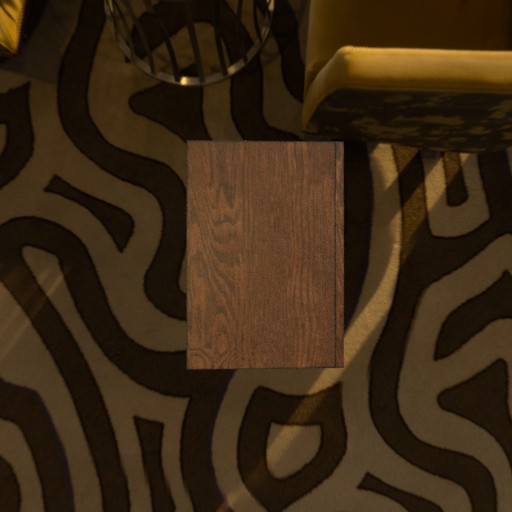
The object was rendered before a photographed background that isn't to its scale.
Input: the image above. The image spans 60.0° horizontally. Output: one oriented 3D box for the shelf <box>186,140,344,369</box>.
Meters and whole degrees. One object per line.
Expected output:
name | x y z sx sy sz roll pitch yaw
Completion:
shelf | 0.000 0.000 1.907 0.395 1.732 0.539 0 90 -2
